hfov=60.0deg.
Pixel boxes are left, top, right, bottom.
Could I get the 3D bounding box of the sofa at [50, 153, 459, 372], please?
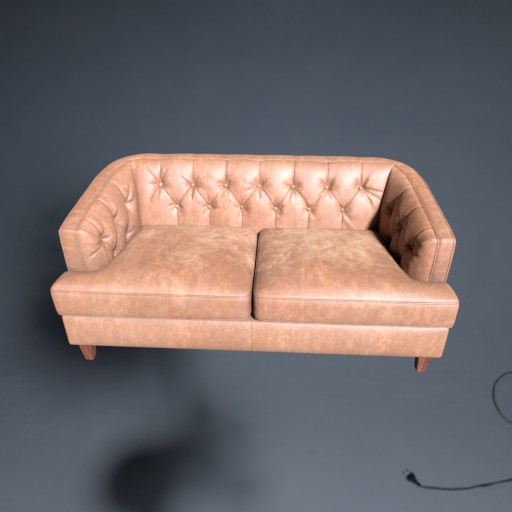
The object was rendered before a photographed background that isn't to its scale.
[{"bbox_3d":[0.000,0.000,2.286,1.755,0.786,0.914,2,31,3],"label":"sofa"}]
